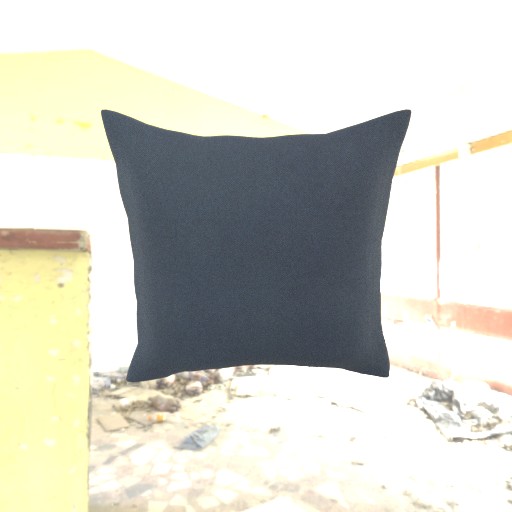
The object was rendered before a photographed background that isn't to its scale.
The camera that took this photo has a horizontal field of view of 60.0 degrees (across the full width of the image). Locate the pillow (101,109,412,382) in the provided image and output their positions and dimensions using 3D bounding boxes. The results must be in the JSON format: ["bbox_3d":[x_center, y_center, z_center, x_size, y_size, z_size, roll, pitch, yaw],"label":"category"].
[{"bbox_3d":[0.000,0.000,0.702,0.453,0.430,0.200,0,0,1],"label":"pillow"}]
